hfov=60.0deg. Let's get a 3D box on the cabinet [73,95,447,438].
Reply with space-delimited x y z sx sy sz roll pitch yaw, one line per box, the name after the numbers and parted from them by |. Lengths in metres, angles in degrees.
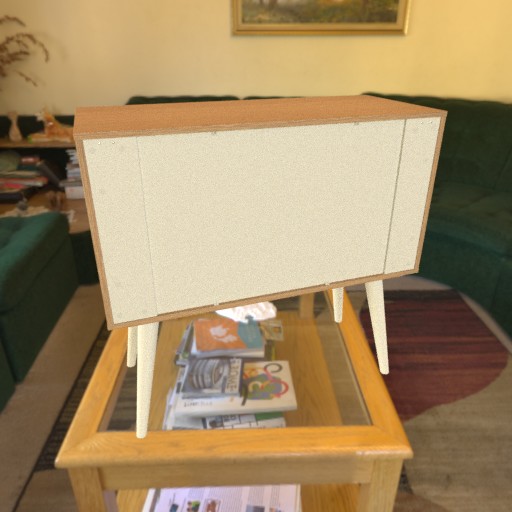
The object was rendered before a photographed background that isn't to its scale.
0.000 0.000 1.599 1.057 1.016 0.470 -9 27 -17 | cabinet
